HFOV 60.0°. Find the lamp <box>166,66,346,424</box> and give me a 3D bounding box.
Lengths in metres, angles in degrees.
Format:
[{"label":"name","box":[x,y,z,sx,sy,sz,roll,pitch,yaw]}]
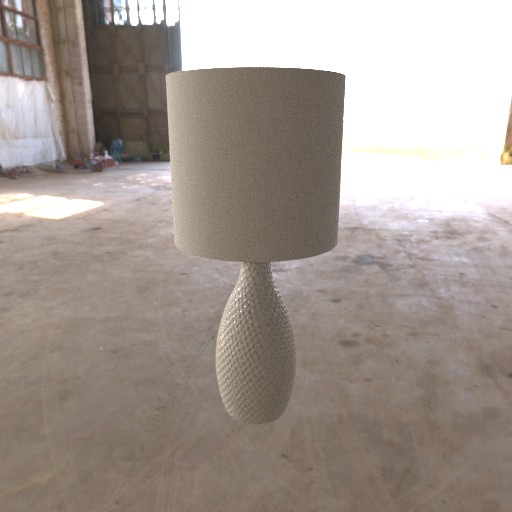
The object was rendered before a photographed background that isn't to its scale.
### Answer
[{"label":"lamp","box":[0.000,0.000,0.599,0.214,0.466,0.214,9,18,27]}]
